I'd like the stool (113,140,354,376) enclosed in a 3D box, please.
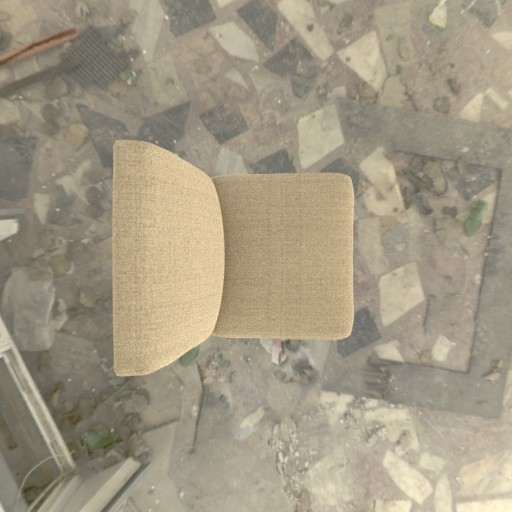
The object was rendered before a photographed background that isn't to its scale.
[{"bbox_3d":[0.000,0.000,1.286,0.526,1.010,0.459,0,91,0],"label":"stool"}]
